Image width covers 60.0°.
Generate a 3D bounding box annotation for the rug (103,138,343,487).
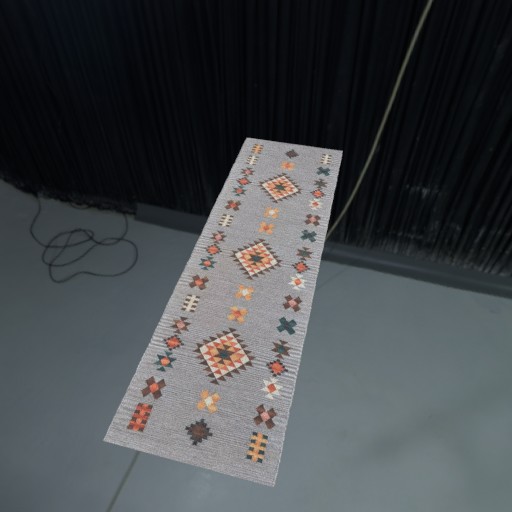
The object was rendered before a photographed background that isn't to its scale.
[{"bbox_3d":[0.000,0.000,2.658,0.766,0.008,2.432,10,48,9],"label":"rug"}]
